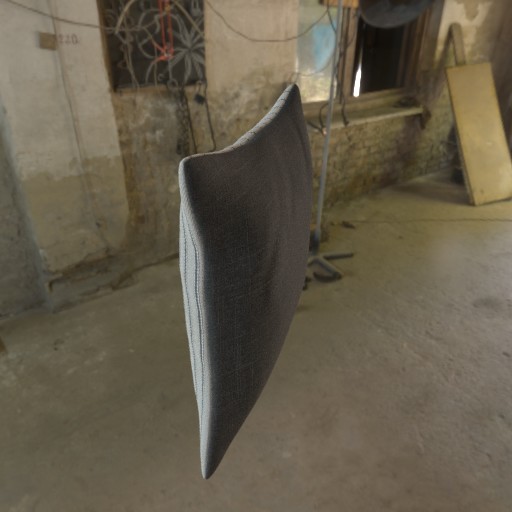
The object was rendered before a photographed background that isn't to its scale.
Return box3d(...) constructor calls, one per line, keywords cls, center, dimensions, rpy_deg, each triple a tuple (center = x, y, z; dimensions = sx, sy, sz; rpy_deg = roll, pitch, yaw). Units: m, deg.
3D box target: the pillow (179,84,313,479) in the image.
box3d(cls="pillow", center=(0.000, 0.000, 0.682), dimensions=(0.138, 0.444, 0.468), rpy_deg=(8, 31, 14))
